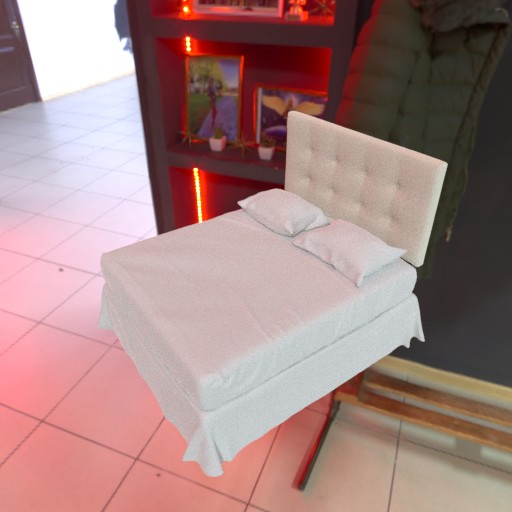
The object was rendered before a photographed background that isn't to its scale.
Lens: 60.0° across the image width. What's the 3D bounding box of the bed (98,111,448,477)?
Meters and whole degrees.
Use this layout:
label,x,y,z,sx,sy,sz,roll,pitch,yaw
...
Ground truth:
label,x,y,z,sx,sy,sz,roll,pitch,yaw
bed,0.000,0.000,3.460,2.222,1.577,1.936,-22,39,-29
